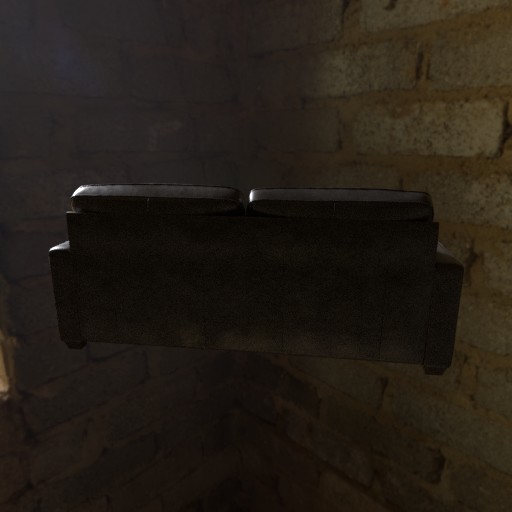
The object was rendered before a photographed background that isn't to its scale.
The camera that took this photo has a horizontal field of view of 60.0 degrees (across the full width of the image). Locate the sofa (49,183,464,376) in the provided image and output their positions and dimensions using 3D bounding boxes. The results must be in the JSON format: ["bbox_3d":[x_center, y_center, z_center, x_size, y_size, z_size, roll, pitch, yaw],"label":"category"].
[{"bbox_3d":[0.000,0.000,2.619,2.081,0.916,0.939,2,16,8],"label":"sofa"}]
